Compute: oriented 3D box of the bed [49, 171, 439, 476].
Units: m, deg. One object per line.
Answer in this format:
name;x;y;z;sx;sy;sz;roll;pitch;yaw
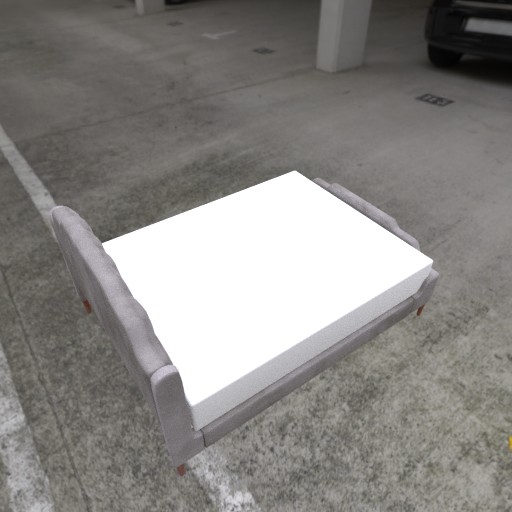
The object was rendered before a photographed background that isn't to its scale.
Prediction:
bed;0.000;0.000;3.294;2.340;1.245;1.676;-25;47;-26
